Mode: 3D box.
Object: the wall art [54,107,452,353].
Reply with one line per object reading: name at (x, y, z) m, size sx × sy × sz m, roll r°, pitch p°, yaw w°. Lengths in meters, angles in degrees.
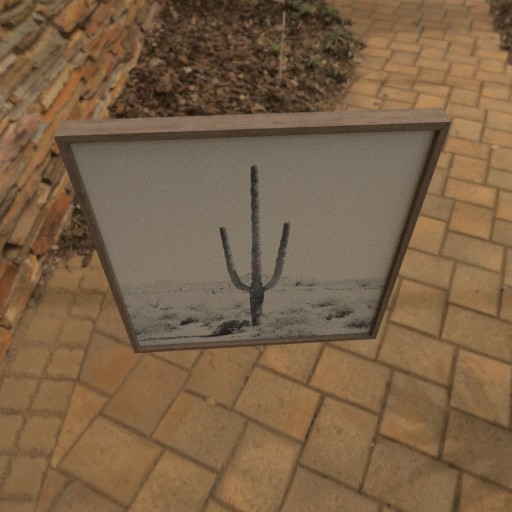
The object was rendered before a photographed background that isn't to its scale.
wall art at (0.000, 0.000, 0.761) m, size 0.508 × 0.508 × 0.038 m, roll -3°, pitch 46°, yaw -3°
